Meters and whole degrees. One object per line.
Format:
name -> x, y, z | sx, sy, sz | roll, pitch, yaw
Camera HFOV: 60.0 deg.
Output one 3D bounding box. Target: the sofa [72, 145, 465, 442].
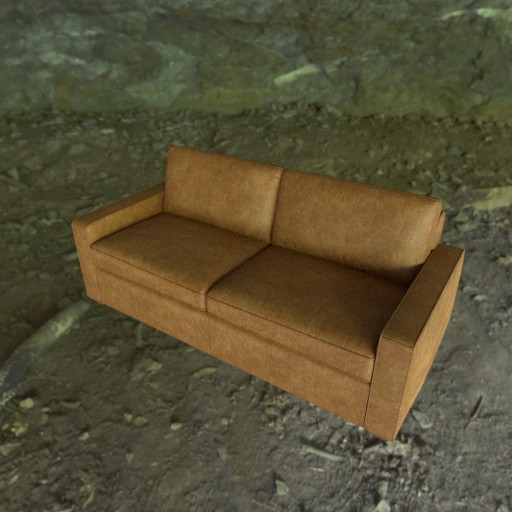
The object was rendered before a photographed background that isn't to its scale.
sofa -> 0.000, 0.000, 2.627 | 2.156, 0.928, 0.991 | 18, 34, 28
